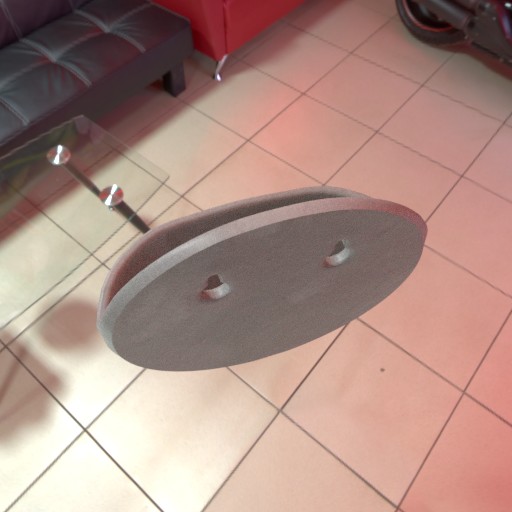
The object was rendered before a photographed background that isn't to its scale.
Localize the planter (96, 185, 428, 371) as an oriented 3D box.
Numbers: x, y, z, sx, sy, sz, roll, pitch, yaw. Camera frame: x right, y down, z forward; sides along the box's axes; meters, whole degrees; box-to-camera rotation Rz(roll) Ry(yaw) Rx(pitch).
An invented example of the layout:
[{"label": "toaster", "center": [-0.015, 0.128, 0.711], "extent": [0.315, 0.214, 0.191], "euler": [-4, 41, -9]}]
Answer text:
[{"label": "planter", "center": [0.000, 0.000, 0.267], "extent": [0.190, 0.164, 0.073], "euler": [-15, 59, -9]}]
